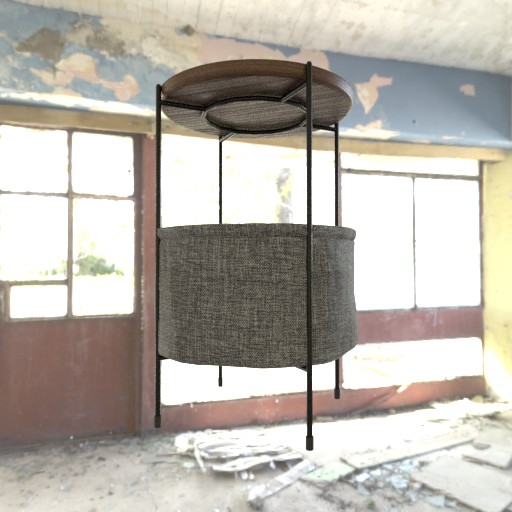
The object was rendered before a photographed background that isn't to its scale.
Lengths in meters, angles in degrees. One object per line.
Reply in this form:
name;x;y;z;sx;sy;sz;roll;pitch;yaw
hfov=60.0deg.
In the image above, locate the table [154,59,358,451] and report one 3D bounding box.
table;0.000;0.000;0.891;0.400;0.623;0.400;0;-1;19
